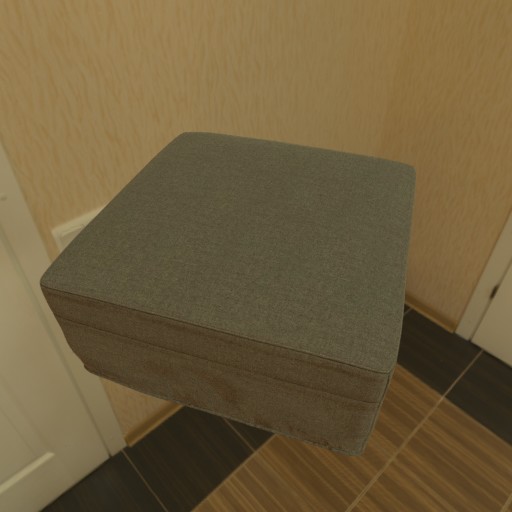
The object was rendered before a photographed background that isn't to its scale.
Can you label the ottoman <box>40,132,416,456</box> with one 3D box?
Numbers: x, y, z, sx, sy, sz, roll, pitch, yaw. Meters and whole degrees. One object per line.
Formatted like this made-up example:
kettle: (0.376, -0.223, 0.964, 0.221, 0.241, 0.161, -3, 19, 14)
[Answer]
ottoman: (0.000, 0.000, 1.335, 0.840, 0.436, 0.843, 12, 43, 13)
